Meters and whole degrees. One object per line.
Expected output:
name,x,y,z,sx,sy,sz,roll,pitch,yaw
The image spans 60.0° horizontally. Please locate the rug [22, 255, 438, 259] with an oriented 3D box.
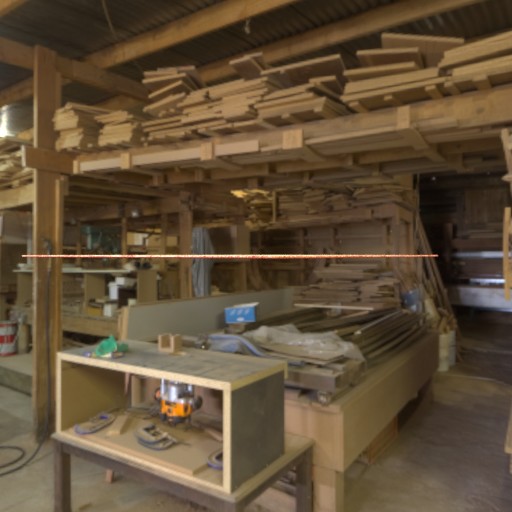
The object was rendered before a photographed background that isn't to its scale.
rug,0.000,0.000,4.071,2.441,0.016,3.050,0,0,36
